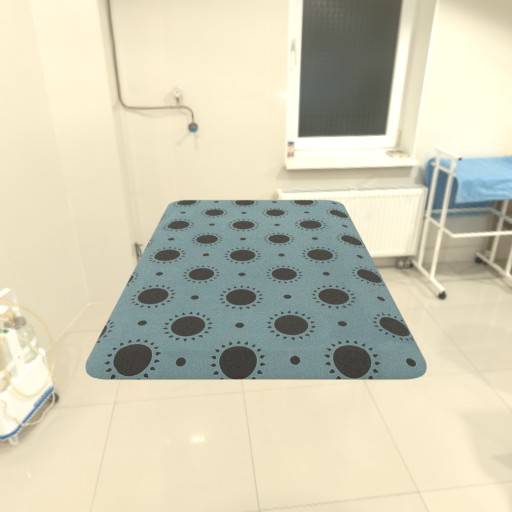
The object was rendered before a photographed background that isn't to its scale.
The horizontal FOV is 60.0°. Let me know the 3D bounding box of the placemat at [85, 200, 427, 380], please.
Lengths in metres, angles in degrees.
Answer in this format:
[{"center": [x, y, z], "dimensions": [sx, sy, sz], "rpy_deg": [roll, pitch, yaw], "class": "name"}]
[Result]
[{"center": [0.000, 0.000, 0.968], "dimensions": [0.508, 0.021, 0.762], "rpy_deg": [0, 26, 0], "class": "placemat"}]
